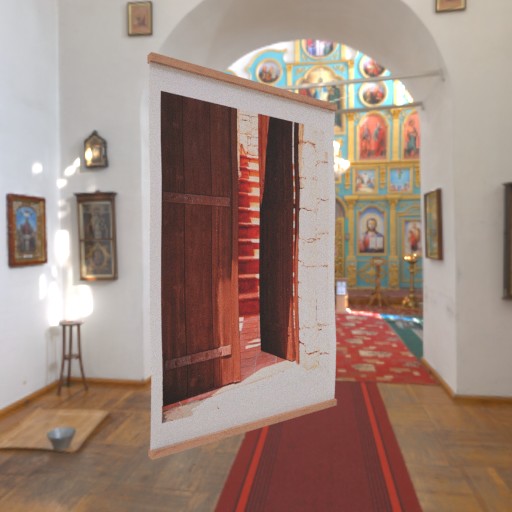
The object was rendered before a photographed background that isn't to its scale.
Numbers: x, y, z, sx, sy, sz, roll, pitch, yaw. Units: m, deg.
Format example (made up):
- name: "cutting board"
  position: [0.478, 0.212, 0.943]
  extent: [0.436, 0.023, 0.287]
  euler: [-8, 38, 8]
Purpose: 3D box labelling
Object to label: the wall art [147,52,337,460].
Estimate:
- name: "wall art"
  position: [0.000, 0.000, 0.656]
  extent: [0.332, 0.508, 0.012]
  euler: [0, 1, -36]
